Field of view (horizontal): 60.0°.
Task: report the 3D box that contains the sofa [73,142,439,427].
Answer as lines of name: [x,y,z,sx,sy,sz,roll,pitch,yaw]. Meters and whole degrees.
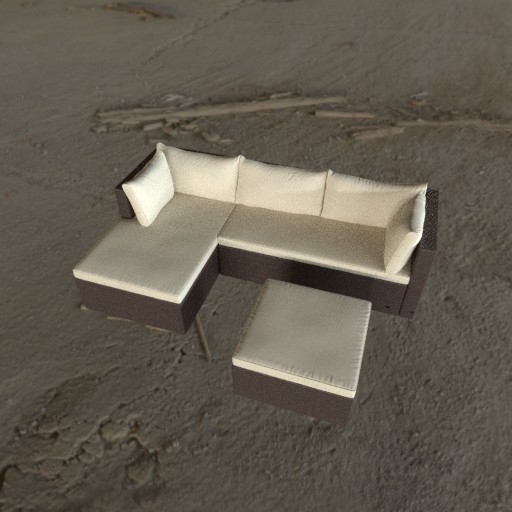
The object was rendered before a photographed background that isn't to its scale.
sofa: [0.000,0.000,2.964,2.192,0.766,1.612,12,43,13]
